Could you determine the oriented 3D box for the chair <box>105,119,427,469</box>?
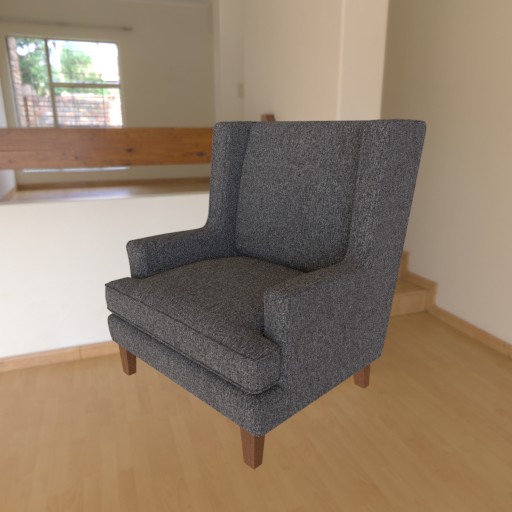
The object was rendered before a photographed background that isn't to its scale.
[{"bbox_3d":[0.000,0.000,1.836,0.927,1.082,0.942,-16,22,-43],"label":"chair"}]
